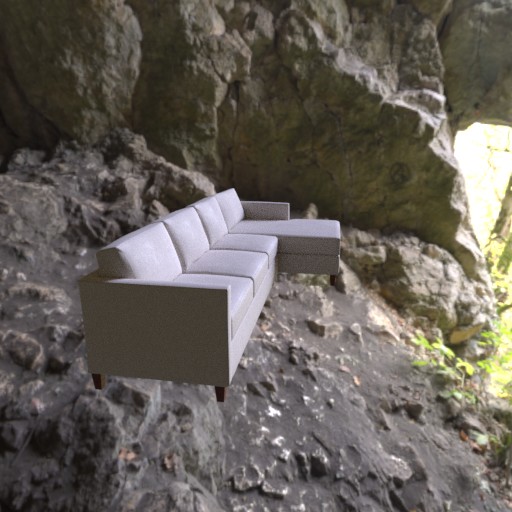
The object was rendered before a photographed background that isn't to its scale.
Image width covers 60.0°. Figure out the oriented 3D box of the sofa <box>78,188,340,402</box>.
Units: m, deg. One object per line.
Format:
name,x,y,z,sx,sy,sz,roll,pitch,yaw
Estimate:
sofa,0.000,0.000,4.201,1.599,0.954,3.471,3,15,10
